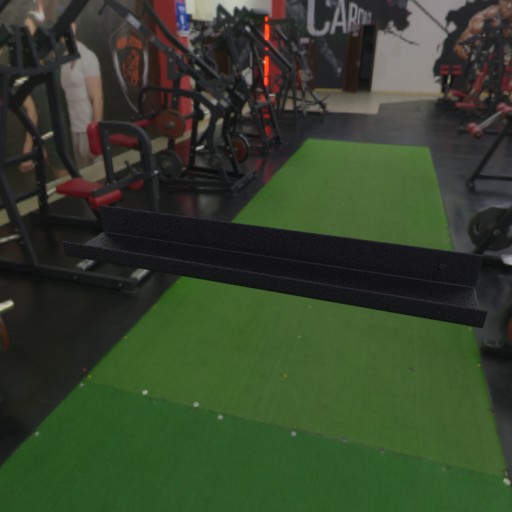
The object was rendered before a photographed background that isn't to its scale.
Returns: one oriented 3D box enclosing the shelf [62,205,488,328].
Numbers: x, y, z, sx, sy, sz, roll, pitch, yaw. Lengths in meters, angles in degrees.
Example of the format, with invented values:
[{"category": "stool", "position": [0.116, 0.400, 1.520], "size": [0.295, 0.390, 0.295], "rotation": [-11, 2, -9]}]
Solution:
[{"category": "shelf", "position": [0.000, 0.000, 0.646], "size": [0.605, 0.053, 0.102], "rotation": [9, 28, 17]}]
